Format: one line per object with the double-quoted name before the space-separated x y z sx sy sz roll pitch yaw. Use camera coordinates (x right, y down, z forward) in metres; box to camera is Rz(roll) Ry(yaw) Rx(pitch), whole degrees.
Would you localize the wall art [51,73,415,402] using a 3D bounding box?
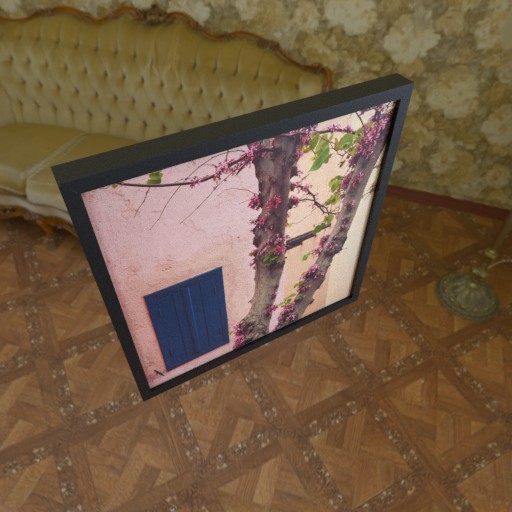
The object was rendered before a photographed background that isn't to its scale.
"wall art" 0.000 0.000 0.755 0.508 0.508 0.038 -22 50 -20
